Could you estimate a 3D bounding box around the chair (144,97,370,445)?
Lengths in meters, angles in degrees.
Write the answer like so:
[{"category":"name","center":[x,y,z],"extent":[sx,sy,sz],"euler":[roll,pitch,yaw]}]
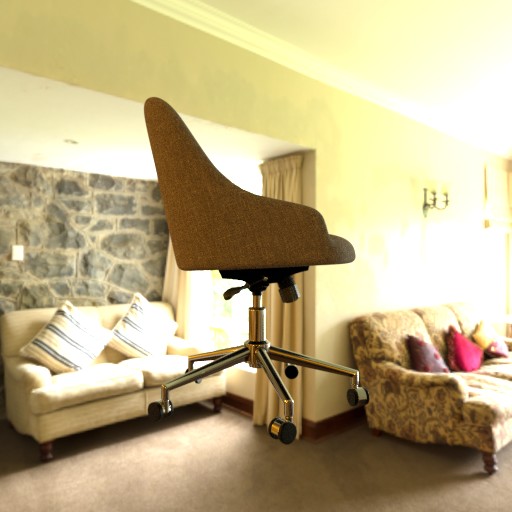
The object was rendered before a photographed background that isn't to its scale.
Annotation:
[{"category":"chair","center":[0.000,0.000,1.433],"extent":[0.712,0.950,0.671],"euler":[0,0,-1]}]
